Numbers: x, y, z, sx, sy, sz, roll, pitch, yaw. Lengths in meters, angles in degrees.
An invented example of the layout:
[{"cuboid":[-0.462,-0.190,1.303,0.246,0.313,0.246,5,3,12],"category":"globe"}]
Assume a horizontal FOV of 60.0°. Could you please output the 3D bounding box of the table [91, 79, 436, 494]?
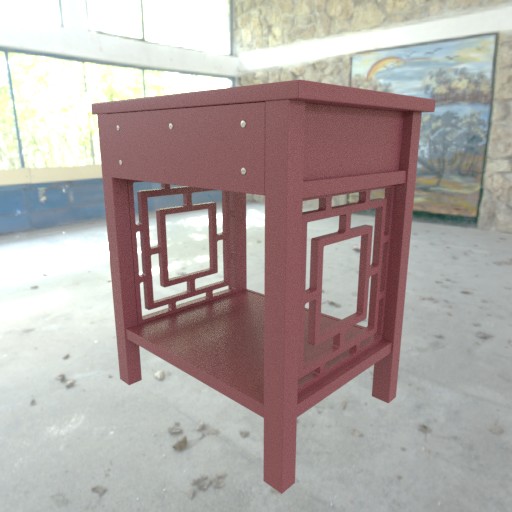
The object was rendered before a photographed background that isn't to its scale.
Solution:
[{"cuboid":[0.000,0.000,1.040,0.599,0.686,0.451,14,20,42],"category":"table"}]
